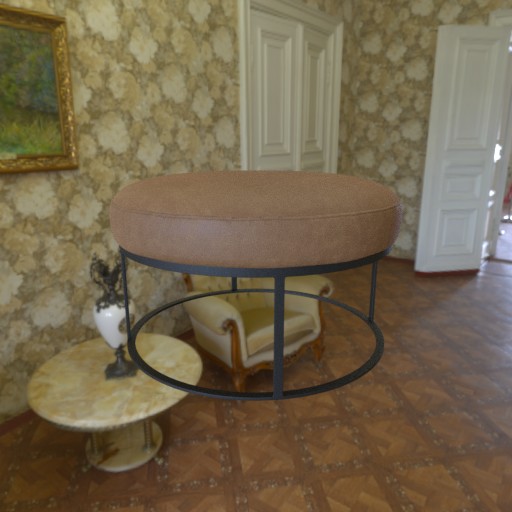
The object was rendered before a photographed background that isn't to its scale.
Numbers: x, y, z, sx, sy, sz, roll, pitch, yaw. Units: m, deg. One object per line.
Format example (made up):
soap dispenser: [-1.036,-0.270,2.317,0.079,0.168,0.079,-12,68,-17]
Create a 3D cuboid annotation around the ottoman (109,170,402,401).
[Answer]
ottoman: [0.000,0.000,1.261,0.771,0.460,0.771,0,15,0]
